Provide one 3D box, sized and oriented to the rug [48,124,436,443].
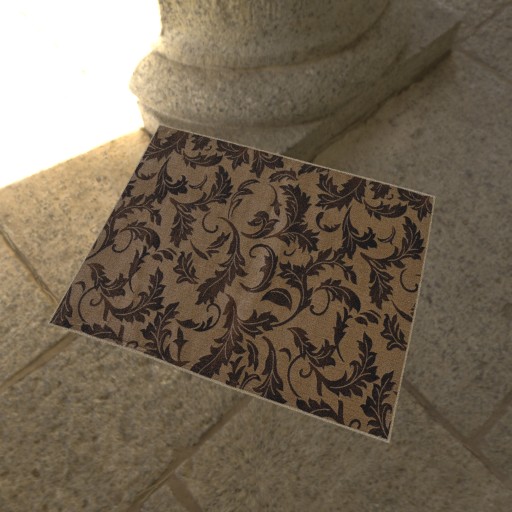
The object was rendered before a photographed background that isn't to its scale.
[{"bbox_3d":[0.000,0.000,4.083,2.977,0.008,2.380,17,65,8],"label":"rug"}]
